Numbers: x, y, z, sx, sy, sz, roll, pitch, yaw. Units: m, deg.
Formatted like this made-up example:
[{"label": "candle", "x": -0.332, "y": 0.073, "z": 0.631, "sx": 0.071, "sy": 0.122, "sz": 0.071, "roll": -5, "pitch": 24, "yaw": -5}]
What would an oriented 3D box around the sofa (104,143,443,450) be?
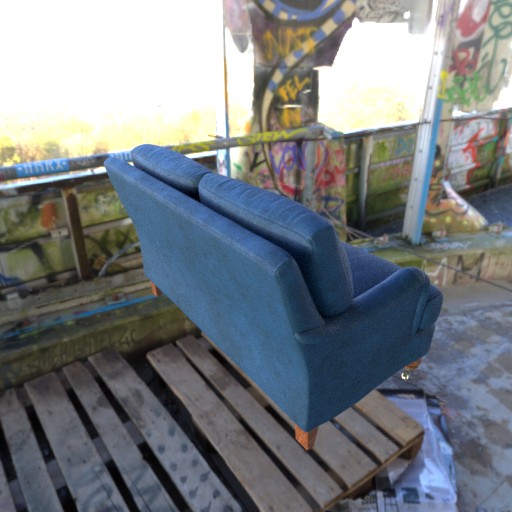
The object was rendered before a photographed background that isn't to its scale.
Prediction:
[{"label": "sofa", "x": 0.000, "y": 0.000, "z": 2.583, "sx": 1.084, "sy": 1.101, "sz": 1.853, "roll": -17, "pitch": 31, "yaw": -31}]
